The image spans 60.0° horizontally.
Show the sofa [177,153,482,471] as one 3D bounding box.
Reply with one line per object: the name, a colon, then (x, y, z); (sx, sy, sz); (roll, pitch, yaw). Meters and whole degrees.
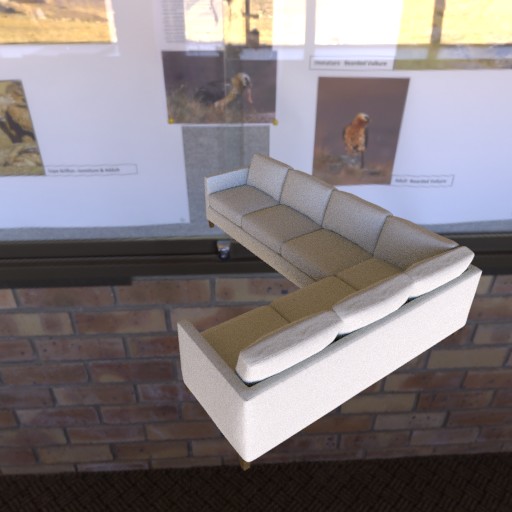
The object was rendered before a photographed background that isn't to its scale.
sofa: (0.000, 0.000, 4.484); (2.522, 0.934, 3.333); (-20, 37, -29)
